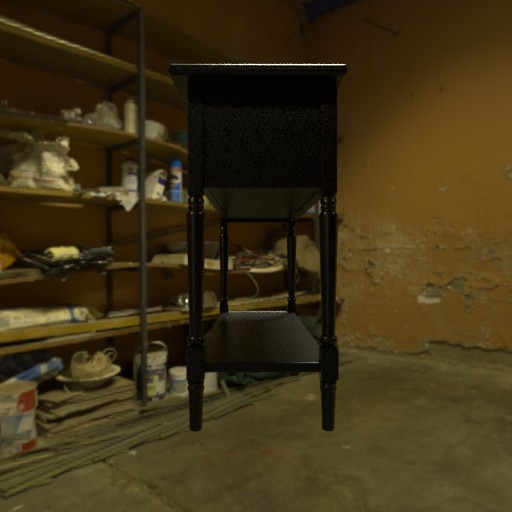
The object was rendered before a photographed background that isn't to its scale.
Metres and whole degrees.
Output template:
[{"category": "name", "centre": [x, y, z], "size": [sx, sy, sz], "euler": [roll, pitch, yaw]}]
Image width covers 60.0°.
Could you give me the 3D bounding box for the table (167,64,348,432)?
[{"category": "table", "centre": [0.000, 0.000, 1.540], "size": [0.386, 0.819, 1.191], "euler": [0, 0, 0]}]
